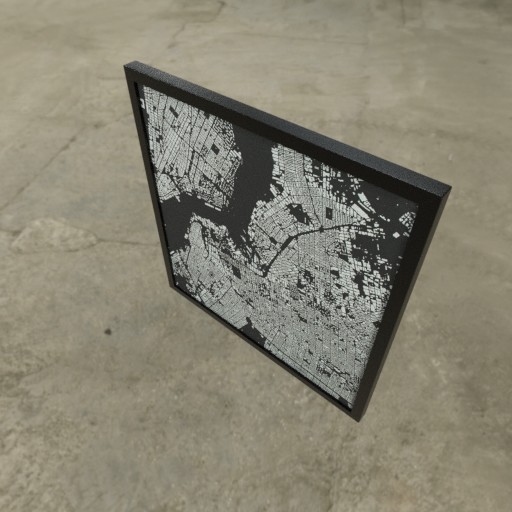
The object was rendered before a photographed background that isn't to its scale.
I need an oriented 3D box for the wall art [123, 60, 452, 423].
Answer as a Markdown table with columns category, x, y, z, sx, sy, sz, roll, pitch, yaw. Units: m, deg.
| category | x | y | z | sx | sy | sz | roll | pitch | yaw |
| --- | --- | --- | --- | --- | --- | --- | --- | --- | --- |
| wall art | 0.000 | 0.000 | 1.108 | 0.755 | 0.761 | 0.038 | 31 | 53 | 27 |
